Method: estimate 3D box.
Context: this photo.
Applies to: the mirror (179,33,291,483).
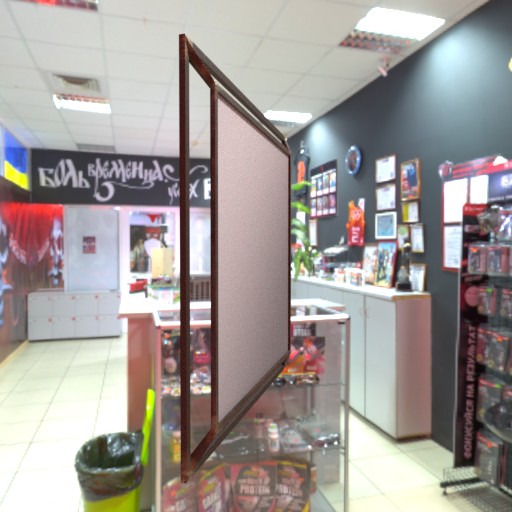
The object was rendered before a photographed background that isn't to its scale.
[{"bbox_3d":[0.000,0.000,0.890,0.032,0.610,0.610,0,1,17],"label":"mirror"}]
